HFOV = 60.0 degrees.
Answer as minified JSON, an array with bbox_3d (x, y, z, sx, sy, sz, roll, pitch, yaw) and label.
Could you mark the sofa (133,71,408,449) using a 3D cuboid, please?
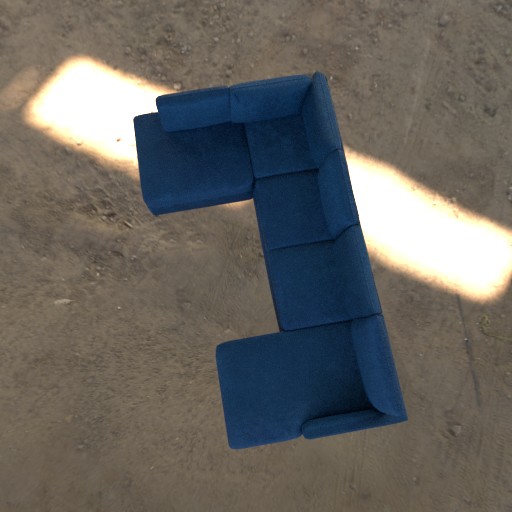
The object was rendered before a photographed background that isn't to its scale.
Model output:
[{"bbox_3d":[0.000,0.000,4.337,2.055,0.992,3.434,-10,77,-2],"label":"sofa"}]
